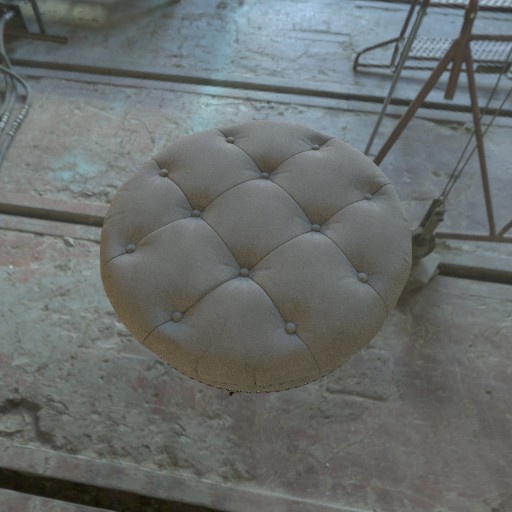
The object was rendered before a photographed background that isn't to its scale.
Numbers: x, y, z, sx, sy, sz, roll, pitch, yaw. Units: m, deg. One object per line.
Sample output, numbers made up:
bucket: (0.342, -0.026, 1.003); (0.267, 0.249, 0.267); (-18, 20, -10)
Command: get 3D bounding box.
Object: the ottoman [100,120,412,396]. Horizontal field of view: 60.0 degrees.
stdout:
ottoman: (0.000, 0.000, 1.415); (0.901, 0.439, 0.901); (0, 58, 0)
